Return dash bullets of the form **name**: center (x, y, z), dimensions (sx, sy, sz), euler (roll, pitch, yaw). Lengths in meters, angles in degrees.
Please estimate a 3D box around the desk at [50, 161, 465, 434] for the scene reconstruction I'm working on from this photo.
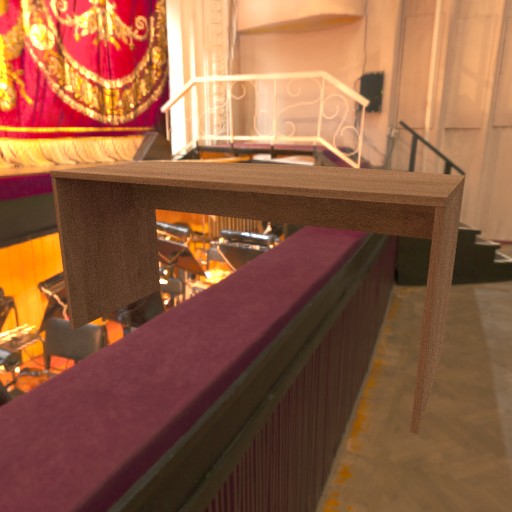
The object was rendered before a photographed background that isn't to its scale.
- **desk**: center (0.000, 0.000, 1.998), dimensions (1.600, 0.752, 0.802), euler (9, 18, 27)
